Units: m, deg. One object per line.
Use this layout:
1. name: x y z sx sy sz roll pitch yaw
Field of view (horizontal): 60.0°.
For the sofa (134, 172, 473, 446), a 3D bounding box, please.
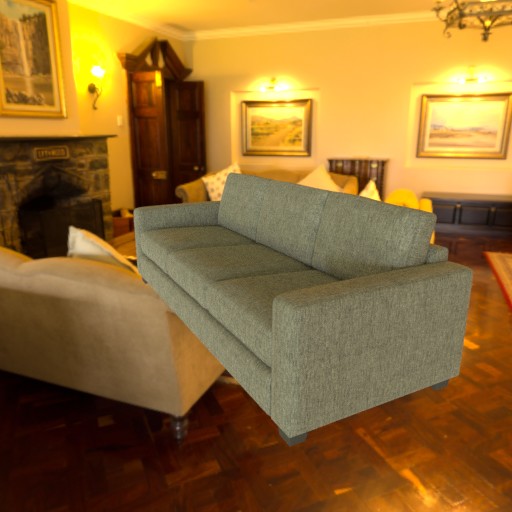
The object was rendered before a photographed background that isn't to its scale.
1. sofa: 0.000 0.000 2.559 0.900 0.800 2.160 -8 18 -27
